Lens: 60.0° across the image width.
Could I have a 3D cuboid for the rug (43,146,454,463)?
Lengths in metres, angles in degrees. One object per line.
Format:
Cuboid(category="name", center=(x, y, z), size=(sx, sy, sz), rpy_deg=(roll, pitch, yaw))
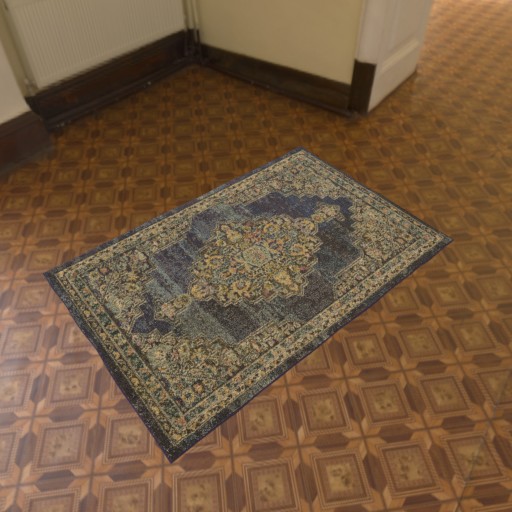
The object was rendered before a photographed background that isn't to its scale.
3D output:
Cuboid(category="rug", center=(0.000, 0.000, 2.281), size=(1.781, 0.012, 1.184), rpy_deg=(-31, 54, -26))
